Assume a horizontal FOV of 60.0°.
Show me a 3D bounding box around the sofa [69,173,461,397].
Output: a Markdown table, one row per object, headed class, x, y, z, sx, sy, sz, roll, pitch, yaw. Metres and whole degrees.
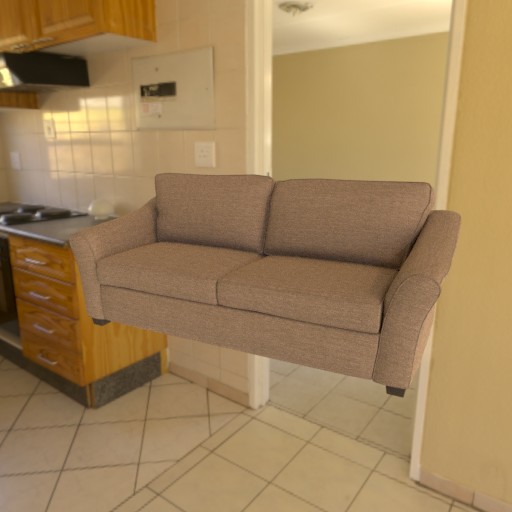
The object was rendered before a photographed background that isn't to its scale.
| class | x | y | z | sx | sy | sz | roll | pitch | yaw |
| --- | --- | --- | --- | --- | --- | --- | --- | --- | --- |
| sofa | 0.000 | 0.000 | 2.776 | 2.270 | 0.965 | 0.980 | 7 | 16 | 26 |
